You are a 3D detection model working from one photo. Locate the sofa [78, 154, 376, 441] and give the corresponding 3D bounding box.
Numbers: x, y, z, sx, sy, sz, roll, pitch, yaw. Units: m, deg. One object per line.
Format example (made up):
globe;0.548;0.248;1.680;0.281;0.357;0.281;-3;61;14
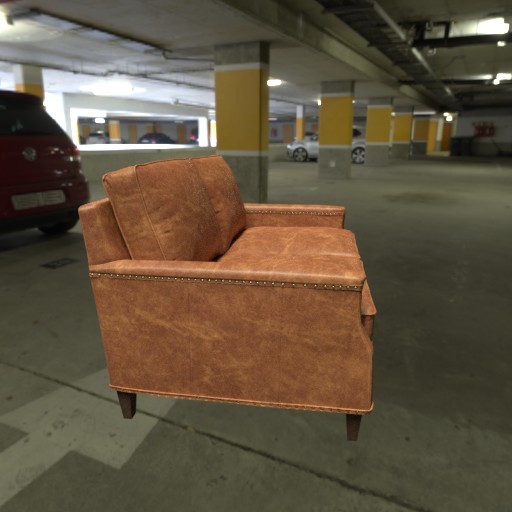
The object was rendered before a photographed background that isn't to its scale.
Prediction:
sofa;0.000;0.000;2.298;1.084;1.003;1.597;2;15;8
